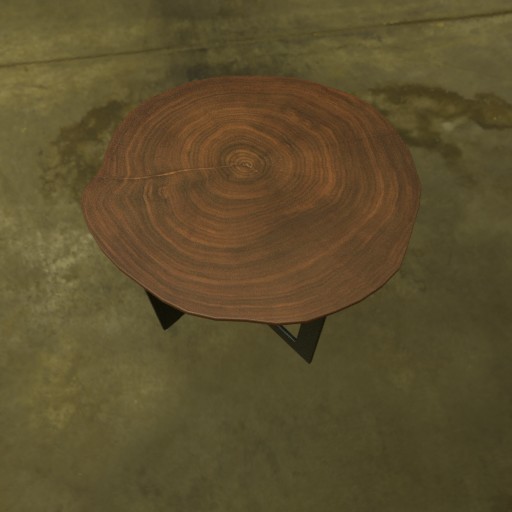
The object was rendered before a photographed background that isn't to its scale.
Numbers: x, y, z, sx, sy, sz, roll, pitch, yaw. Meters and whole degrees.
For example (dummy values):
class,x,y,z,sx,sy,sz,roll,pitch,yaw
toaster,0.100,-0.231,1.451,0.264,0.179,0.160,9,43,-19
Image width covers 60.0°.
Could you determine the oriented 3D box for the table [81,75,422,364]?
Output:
class,x,y,z,sx,sy,sz,roll,pitch,yaw
table,0.000,0.000,0.863,0.494,0.476,0.477,31,63,18
